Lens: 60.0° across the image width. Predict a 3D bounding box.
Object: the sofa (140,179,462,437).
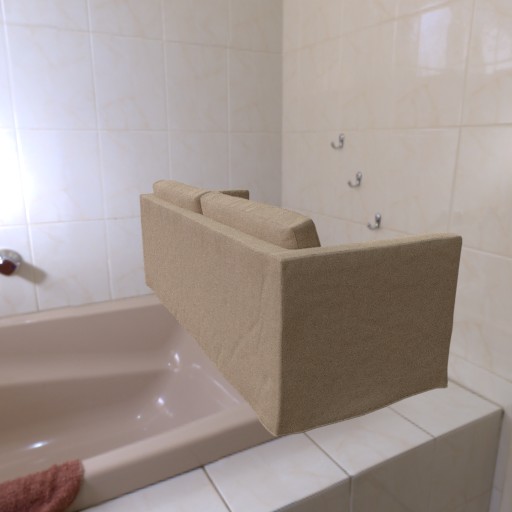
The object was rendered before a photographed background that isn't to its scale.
[{"bbox_3d":[0.000,0.000,2.794,0.962,0.853,2.312,-7,16,-26],"label":"sofa"}]
